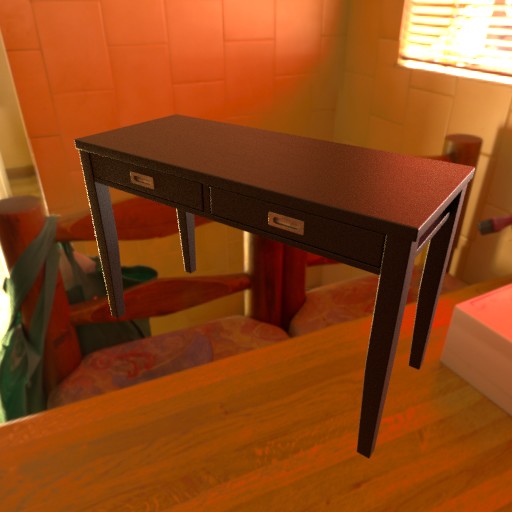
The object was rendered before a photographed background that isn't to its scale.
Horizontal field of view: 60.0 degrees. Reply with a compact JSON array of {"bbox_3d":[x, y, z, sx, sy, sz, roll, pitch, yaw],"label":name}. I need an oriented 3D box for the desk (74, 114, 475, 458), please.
[{"bbox_3d":[0.000,0.000,1.621,1.220,0.775,0.508,20,35,31],"label":"desk"}]
